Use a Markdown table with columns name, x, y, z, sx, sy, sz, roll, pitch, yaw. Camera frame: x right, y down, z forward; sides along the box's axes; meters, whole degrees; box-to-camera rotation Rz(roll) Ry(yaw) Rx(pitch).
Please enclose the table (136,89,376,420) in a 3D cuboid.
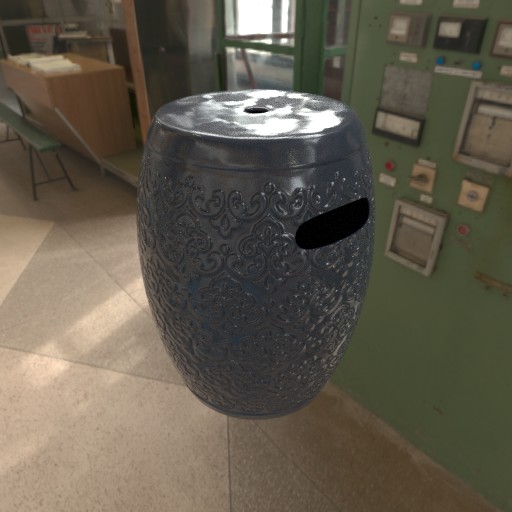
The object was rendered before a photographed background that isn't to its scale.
| name | x | y | z | sx | sy | sz | roll | pitch | yaw |
| --- | --- | --- | --- | --- | --- | --- | --- | --- | --- |
| table | 0.000 | 0.000 | 0.612 | 0.309 | 0.397 | 0.309 | 0 | 32 | 0 |
